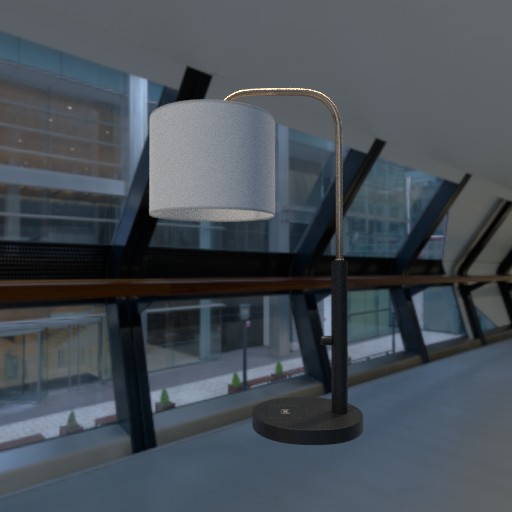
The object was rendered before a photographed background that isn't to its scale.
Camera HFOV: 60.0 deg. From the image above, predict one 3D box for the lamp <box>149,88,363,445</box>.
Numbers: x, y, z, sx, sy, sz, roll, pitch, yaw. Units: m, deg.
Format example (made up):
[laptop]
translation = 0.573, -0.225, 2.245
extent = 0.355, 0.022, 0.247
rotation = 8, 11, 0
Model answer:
[lamp]
translation = 0.000, 0.000, 0.711
extent = 0.337, 0.540, 0.199
rotation = 0, -1, 1
